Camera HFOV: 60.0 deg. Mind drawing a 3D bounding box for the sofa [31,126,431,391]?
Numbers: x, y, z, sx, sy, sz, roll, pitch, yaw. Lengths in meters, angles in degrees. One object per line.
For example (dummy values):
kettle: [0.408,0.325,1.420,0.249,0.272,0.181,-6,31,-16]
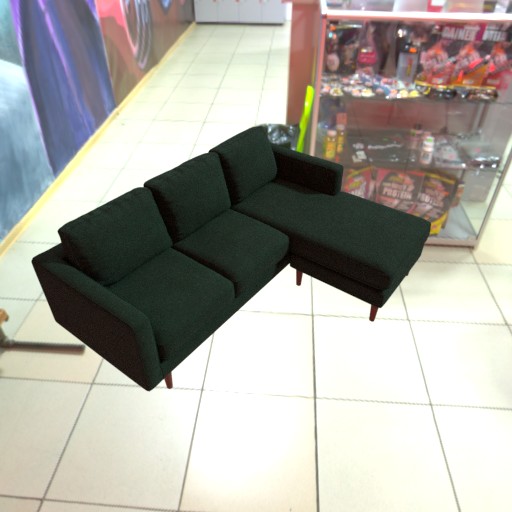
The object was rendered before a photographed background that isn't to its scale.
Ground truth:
sofa: [0.000,0.000,2.835,1.580,0.899,2.030,25,45,28]
